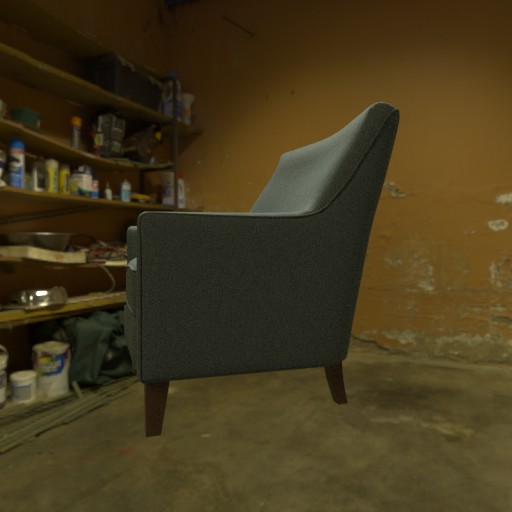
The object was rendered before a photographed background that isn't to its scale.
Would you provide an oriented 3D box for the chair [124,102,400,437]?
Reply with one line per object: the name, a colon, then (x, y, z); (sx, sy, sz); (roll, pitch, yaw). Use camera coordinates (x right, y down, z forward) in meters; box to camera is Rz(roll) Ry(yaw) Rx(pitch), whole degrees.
chair: (0.000, 0.000, 1.562); (0.879, 0.916, 0.756); (0, 1, -18)
